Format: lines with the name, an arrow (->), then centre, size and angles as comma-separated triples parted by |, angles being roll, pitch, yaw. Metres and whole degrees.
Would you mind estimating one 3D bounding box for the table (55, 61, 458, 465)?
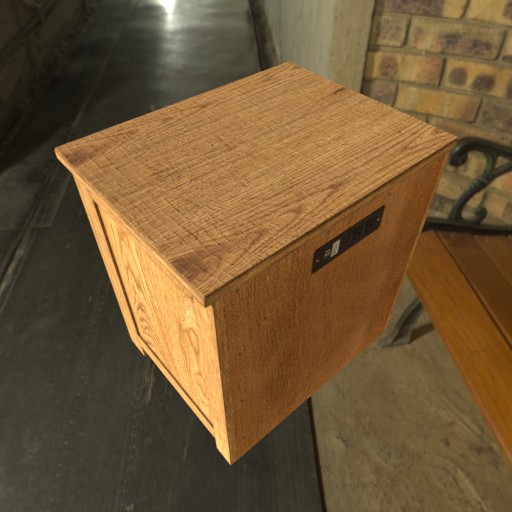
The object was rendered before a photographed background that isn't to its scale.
table -> 0.000, 0.000, 1.061 | 0.601, 0.625, 0.494 | -32, 54, -27
